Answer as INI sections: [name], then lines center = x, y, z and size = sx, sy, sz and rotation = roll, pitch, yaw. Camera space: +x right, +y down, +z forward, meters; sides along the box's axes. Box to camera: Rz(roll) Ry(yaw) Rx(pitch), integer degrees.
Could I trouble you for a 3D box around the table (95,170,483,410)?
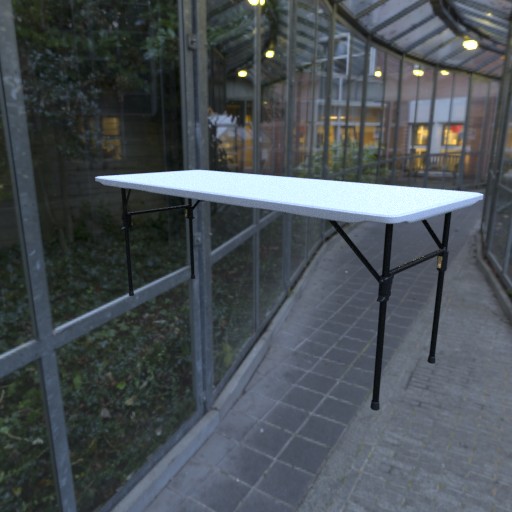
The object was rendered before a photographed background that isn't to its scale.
[table]
center = 0.000, 0.000, 2.214
size = 1.829, 0.719, 0.761
rotation = 14, 21, 43
